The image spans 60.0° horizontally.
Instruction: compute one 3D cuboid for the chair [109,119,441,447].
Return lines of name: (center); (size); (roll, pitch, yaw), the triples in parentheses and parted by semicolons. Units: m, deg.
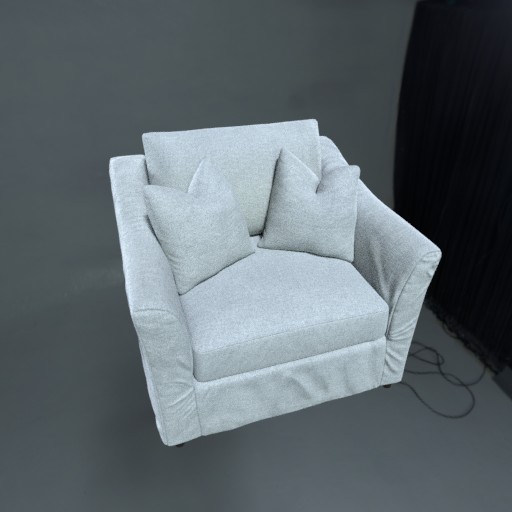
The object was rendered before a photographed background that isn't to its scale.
chair: (0.000, 0.000, 2.088); (1.194, 1.059, 1.071); (-10, 33, -16)
